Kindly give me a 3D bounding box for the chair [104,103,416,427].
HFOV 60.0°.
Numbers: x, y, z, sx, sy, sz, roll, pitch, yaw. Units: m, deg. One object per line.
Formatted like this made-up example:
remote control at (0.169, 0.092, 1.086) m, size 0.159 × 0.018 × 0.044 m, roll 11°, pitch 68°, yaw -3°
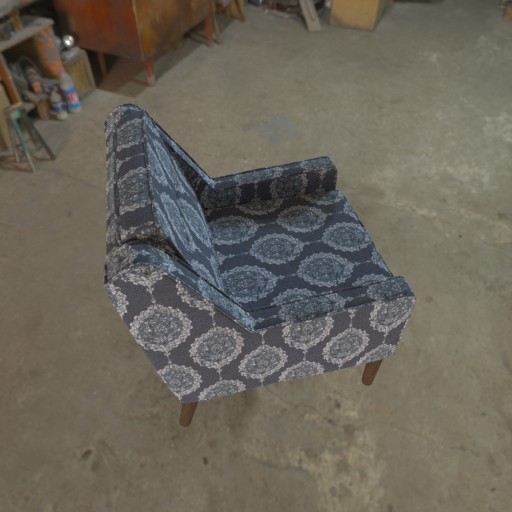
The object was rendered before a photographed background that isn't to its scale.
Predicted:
chair at (0.000, 0.000, 1.344) m, size 0.743 × 0.792 × 0.663 m, roll -10°, pitch 47°, yaw -9°
